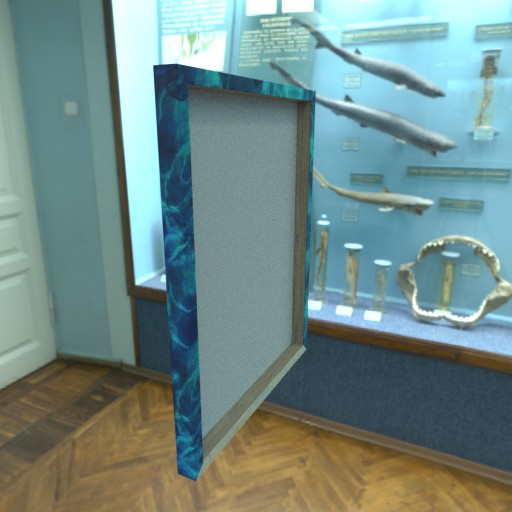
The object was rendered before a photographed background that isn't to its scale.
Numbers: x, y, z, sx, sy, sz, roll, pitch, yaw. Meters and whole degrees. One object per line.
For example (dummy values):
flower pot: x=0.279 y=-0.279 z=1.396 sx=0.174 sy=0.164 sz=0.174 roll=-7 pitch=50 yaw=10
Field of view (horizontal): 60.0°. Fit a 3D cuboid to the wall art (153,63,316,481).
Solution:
wall art: x=0.000 y=0.000 z=0.864 sx=0.038 sy=0.635 sz=0.508 roll=8 pitch=18 yaw=26
